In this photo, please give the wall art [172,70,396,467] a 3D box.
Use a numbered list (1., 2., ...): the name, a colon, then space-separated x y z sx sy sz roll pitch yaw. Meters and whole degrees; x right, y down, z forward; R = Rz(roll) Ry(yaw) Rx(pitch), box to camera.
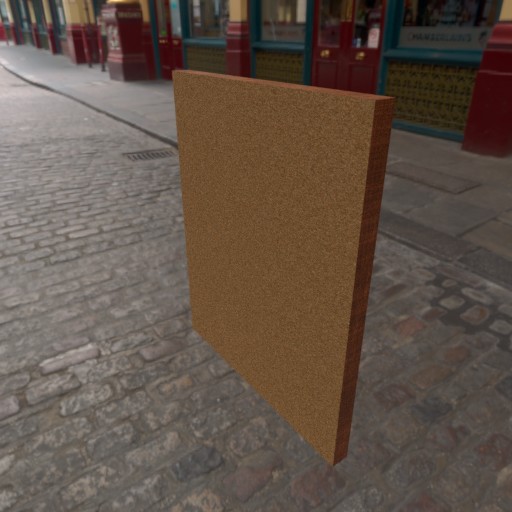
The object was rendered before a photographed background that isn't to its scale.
1. wall art: 0.000 0.000 0.768 0.033 0.567 0.467 -18 32 -32
